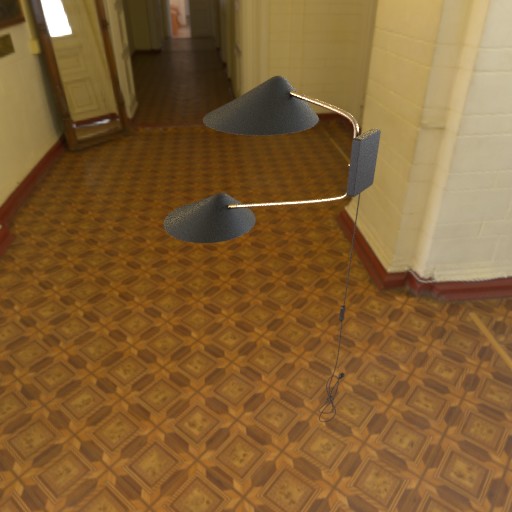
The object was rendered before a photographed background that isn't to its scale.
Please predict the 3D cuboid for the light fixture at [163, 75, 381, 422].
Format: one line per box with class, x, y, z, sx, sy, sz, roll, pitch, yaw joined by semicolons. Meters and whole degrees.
light fixture;0.000;0.000;0.858;0.422;0.665;0.189;23;39;32
